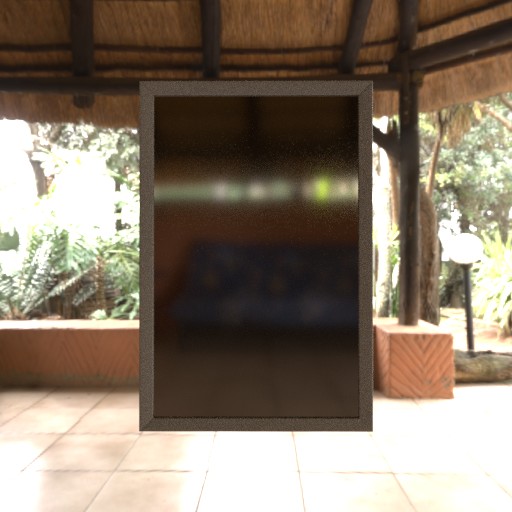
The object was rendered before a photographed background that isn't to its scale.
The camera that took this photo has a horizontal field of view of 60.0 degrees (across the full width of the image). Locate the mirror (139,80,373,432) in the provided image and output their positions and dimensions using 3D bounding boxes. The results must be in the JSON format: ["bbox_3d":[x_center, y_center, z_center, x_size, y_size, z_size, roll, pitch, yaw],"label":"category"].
[{"bbox_3d":[0.000,0.000,1.175,0.609,0.915,0.040,0,0,0],"label":"mirror"}]
